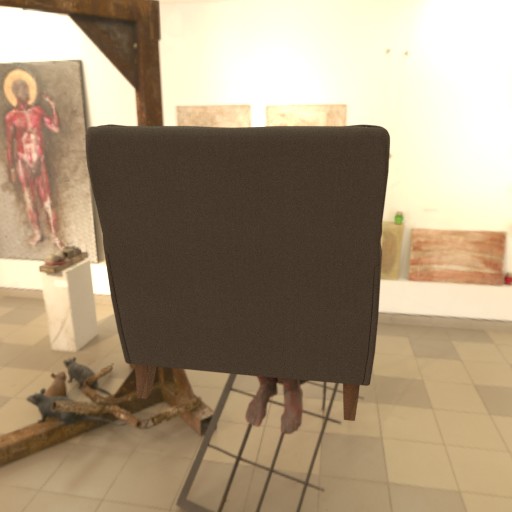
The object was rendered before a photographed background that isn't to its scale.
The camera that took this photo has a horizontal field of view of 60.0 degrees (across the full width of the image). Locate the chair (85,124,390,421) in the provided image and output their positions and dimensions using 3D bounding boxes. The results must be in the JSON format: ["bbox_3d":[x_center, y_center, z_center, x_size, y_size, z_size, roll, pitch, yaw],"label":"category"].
[{"bbox_3d":[0.000,0.000,1.603,0.836,0.911,0.831,3,17,9],"label":"chair"}]
